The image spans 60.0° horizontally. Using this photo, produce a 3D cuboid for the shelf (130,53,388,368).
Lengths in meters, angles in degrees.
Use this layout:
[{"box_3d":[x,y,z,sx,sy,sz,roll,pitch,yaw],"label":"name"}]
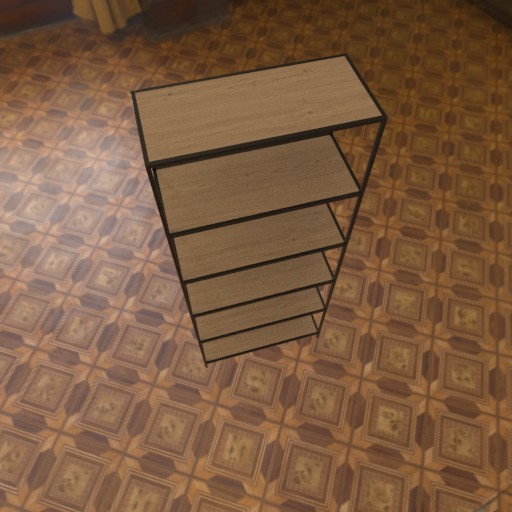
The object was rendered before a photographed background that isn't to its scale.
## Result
[{"box_3d":[0.000,0.000,2.217,0.770,1.850,0.350,-13,59,-8],"label":"shelf"}]
